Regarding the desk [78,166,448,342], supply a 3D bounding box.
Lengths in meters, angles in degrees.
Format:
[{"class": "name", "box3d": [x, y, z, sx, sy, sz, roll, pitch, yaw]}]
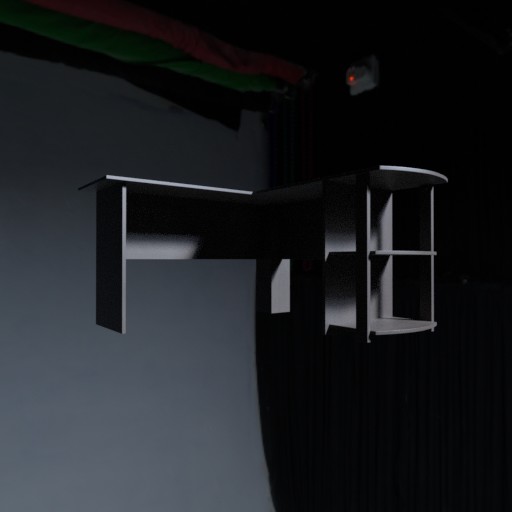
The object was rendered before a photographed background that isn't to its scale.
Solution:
[{"class": "desk", "box3d": [0.000, 0.000, 2.160, 1.303, 0.716, 1.361, 0, -1, -37]}]
